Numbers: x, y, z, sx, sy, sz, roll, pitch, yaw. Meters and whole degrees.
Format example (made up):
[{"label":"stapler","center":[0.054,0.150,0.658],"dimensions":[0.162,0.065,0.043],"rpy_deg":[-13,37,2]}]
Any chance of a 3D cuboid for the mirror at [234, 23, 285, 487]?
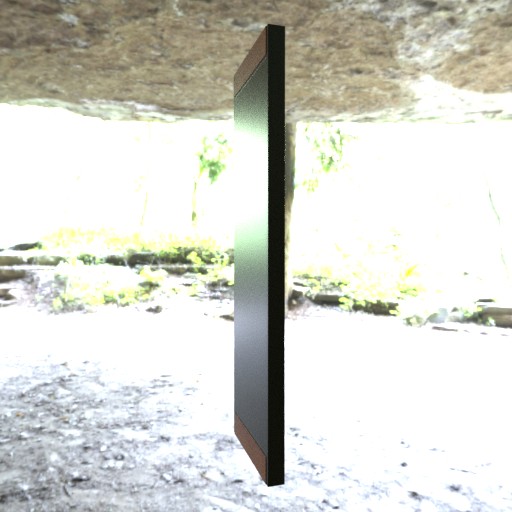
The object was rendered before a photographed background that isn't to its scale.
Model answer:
[{"label":"mirror","center":[0.000,0.000,1.242],"dimensions":[0.047,1.123,0.343],"rpy_deg":[0,1,-17]}]
